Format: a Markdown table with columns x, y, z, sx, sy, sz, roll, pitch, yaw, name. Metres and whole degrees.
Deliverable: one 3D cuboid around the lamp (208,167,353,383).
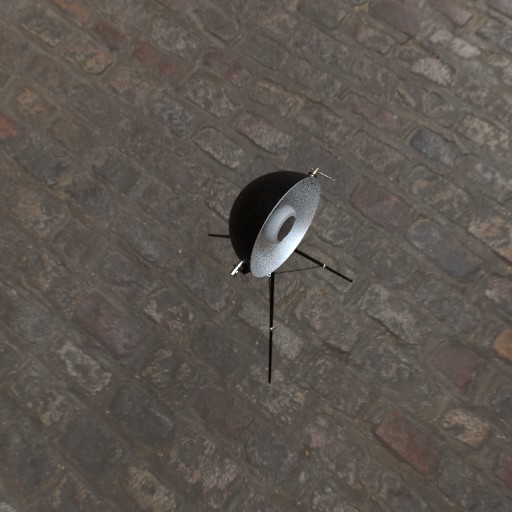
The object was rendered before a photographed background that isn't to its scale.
| x | y | z | sx | sy | sz | roll | pitch | yaw | name |
| --- | --- | --- | --- | --- | --- | --- | --- | --- | --- |
| 0.000 | 0.000 | 2.056 | 0.920 | 1.512 | 0.817 | 37 | 78 | 9 | lamp |
